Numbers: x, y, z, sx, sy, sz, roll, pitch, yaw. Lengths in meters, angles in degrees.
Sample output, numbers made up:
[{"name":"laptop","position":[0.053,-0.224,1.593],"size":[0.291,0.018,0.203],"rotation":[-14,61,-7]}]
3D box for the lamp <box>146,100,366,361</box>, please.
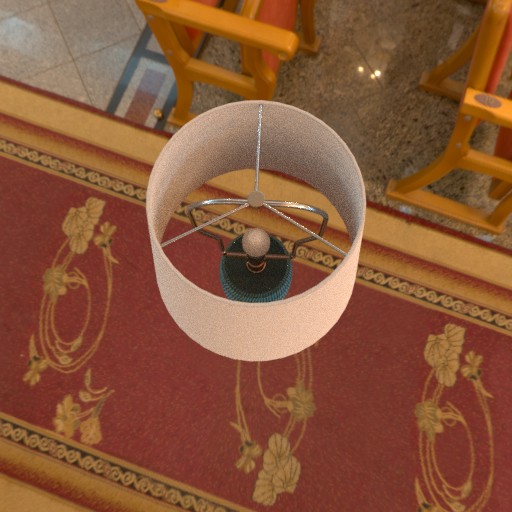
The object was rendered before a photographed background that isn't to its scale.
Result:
[{"name":"lamp","position":[0.000,0.000,0.550],"size":[0.254,0.392,0.254],"rotation":[0,76,0]}]
